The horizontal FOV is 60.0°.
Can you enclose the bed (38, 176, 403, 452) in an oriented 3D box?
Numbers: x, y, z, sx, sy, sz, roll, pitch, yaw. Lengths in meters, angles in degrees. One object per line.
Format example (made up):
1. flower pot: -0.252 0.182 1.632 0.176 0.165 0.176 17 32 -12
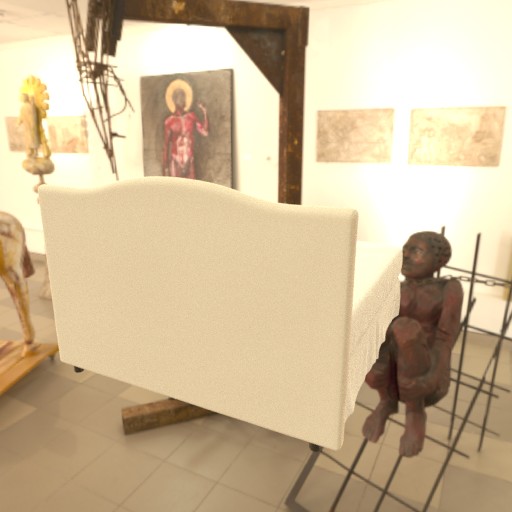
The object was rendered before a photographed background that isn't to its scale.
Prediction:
1. bed: 0.000 0.000 3.491 2.083 1.421 2.182 8 18 26
